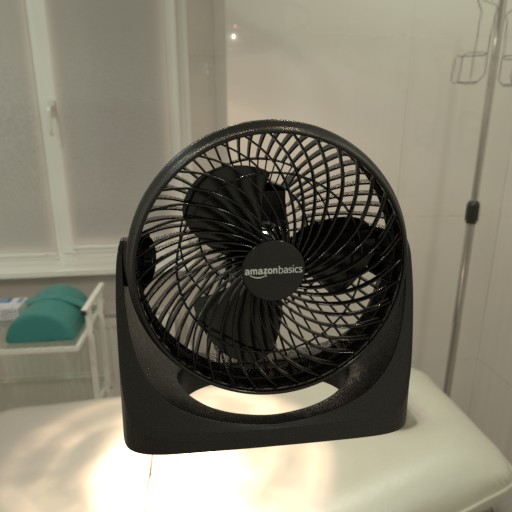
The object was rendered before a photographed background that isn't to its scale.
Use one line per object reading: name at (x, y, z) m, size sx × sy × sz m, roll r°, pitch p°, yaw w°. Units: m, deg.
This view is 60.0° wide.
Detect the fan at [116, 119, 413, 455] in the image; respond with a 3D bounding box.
fan at (0.000, 0.000, 0.473) m, size 0.273 × 0.277 × 0.256 m, roll -2°, pitch 17°, yaw -7°
